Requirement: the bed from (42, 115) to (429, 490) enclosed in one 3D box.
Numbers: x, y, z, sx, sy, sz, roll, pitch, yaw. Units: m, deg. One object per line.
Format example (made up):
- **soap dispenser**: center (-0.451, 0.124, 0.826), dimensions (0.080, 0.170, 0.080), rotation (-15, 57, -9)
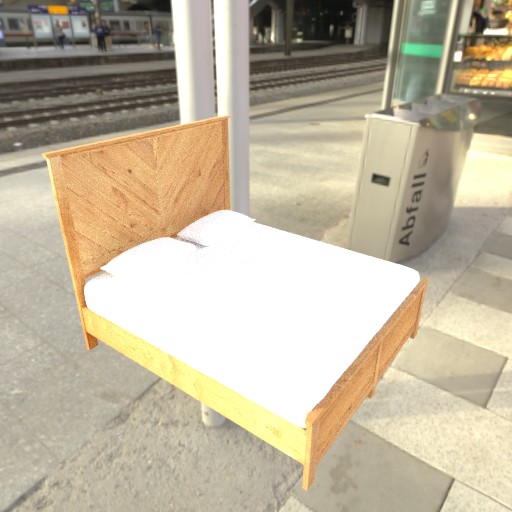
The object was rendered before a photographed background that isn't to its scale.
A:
- **bed**: center (0.000, 0.000, 3.511), dimensions (2.201, 1.686, 1.936), rotation (19, 32, 32)
